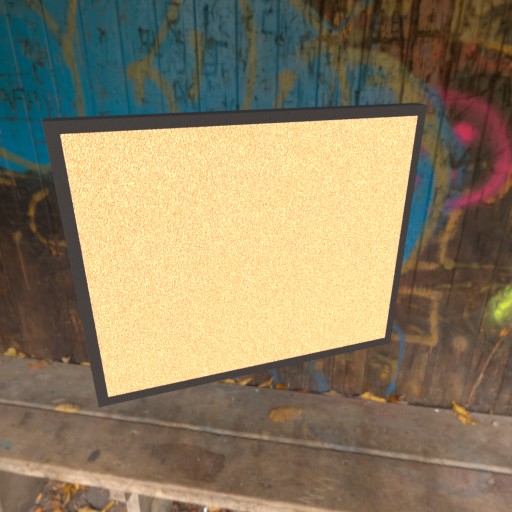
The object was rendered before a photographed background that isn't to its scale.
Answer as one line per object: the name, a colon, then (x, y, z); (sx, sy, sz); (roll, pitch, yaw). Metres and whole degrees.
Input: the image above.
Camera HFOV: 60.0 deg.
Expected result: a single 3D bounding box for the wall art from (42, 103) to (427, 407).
wall art: (0.000, 0.000, 0.724); (0.554, 0.454, 0.030); (-8, 26, -17)
